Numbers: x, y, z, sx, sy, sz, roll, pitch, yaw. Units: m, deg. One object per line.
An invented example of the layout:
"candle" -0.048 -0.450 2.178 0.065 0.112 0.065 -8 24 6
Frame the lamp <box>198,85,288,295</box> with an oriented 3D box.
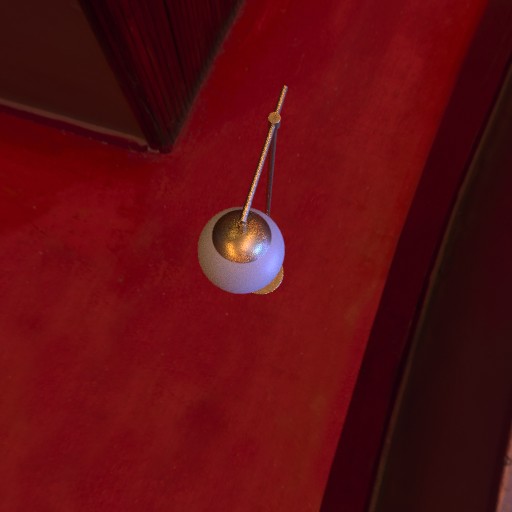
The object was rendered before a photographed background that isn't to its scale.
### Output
"lamp" 0.000 0.000 1.698 0.249 1.505 0.476 16 77 4
